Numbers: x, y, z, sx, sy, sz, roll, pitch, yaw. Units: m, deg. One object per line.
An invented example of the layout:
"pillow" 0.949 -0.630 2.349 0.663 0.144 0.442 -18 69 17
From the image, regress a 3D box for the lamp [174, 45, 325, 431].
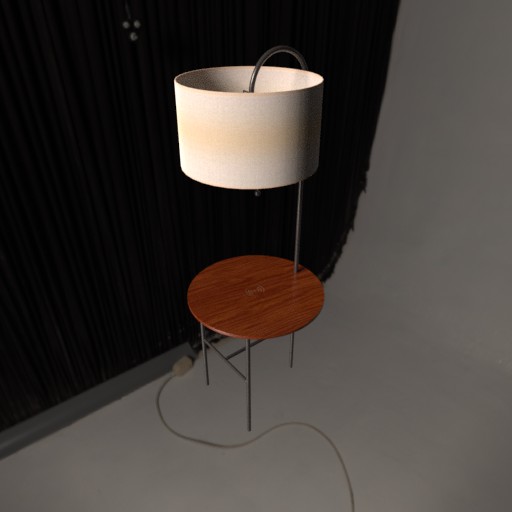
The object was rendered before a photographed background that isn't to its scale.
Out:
"lamp" 0.000 0.000 1.776 0.573 1.517 0.573 0 31 0
